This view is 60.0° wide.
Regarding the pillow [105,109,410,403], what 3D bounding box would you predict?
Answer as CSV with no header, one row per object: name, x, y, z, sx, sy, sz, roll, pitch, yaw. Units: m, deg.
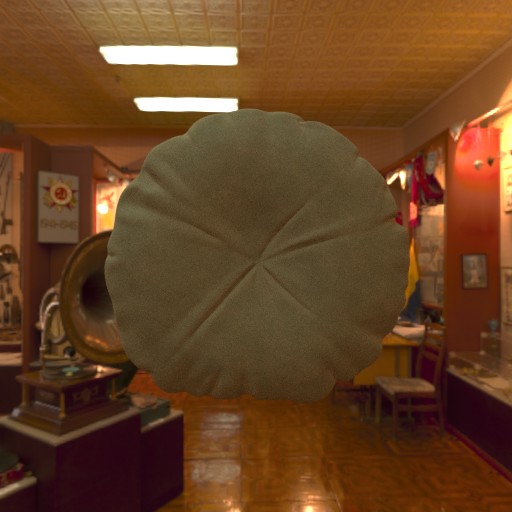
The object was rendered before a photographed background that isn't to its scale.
pillow,0.000,0.000,0.632,0.428,0.407,0.148,0,0,0
